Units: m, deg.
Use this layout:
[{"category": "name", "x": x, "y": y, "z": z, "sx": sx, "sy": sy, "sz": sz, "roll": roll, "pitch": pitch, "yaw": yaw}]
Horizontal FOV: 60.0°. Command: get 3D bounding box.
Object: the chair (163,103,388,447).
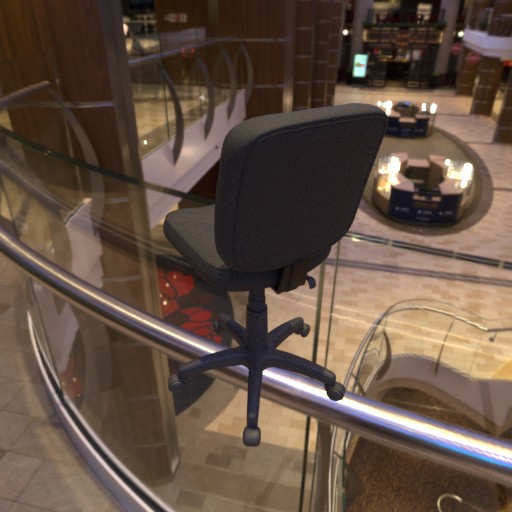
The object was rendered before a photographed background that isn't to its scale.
[{"category": "chair", "x": 0.000, "y": 0.000, "z": 1.365, "sx": 0.610, "sy": 0.972, "sz": 0.610, "roll": -17, "pitch": 34, "yaw": -28}]
